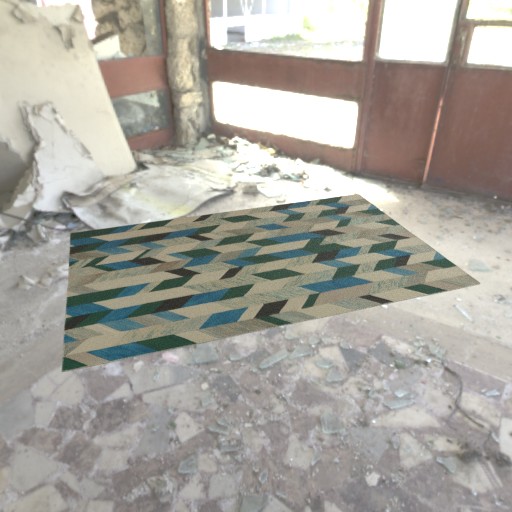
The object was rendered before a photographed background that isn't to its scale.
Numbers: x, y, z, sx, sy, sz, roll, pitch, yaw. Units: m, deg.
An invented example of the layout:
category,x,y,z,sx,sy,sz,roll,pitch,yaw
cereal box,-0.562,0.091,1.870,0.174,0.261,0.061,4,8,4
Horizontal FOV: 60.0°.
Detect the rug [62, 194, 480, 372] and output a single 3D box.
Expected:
category,x,y,z,sx,sy,sz,roll,pitch,yaw
rug,0.000,0.000,3.028,2.433,0.007,1.507,-9,32,-15
